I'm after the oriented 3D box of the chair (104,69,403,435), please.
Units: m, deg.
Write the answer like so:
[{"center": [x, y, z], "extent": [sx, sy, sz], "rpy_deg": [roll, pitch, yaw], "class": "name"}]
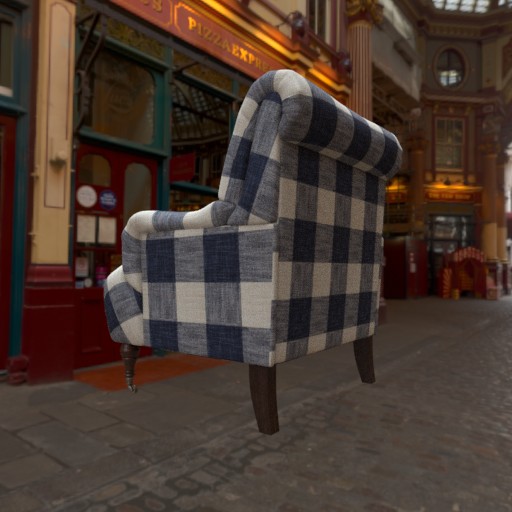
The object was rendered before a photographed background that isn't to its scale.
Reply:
[{"center": [0.000, 0.000, 1.619], "extent": [0.848, 0.953, 0.781], "rpy_deg": [-1, -2, 38], "class": "chair"}]
